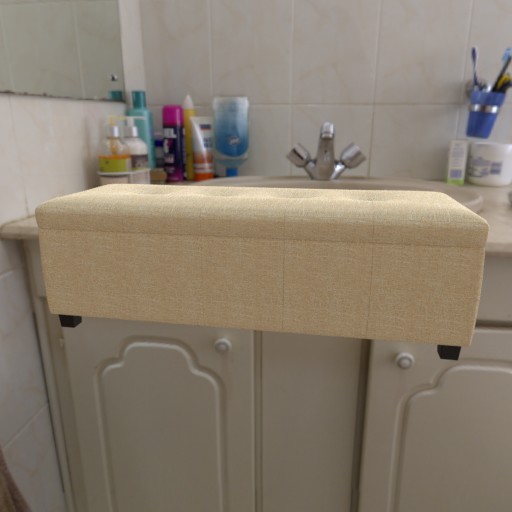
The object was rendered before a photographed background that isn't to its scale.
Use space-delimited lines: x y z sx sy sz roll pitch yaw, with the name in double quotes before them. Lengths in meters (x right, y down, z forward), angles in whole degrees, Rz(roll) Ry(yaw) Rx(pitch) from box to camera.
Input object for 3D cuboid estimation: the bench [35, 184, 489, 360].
"bench" 0.000 0.000 1.405 1.219 0.406 0.432 3 17 10
